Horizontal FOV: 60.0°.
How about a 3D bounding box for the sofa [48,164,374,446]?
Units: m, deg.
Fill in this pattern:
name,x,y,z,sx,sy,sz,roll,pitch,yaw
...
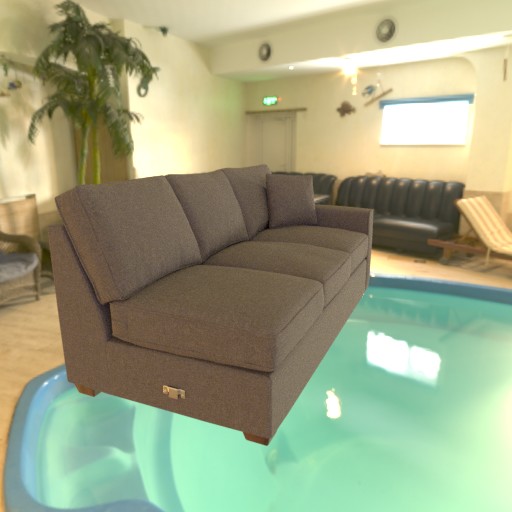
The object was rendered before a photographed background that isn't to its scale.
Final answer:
name,x,y,z,sx,sy,sz,roll,pitch,yaw
sofa,0.000,0.000,2.533,1.034,0.946,1.963,6,16,23
